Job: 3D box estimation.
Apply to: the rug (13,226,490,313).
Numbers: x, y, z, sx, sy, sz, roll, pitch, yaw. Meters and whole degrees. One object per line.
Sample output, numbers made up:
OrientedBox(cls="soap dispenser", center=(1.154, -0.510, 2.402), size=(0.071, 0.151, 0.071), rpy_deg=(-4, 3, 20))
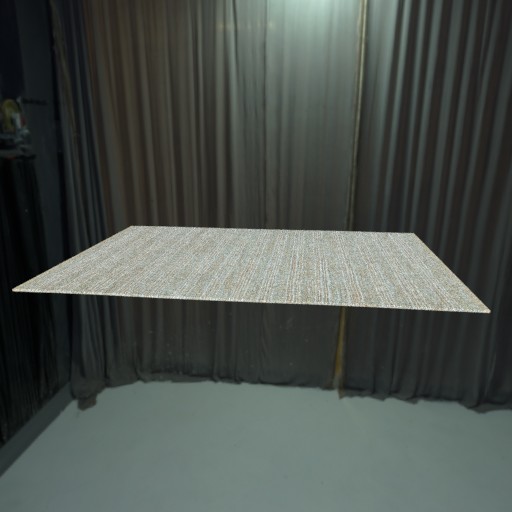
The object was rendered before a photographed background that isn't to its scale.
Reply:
OrientedBox(cls="rug", center=(0.000, 0.000, 2.265), size=(1.824, 0.010, 1.240), rpy_deg=(2, 16, 7))
